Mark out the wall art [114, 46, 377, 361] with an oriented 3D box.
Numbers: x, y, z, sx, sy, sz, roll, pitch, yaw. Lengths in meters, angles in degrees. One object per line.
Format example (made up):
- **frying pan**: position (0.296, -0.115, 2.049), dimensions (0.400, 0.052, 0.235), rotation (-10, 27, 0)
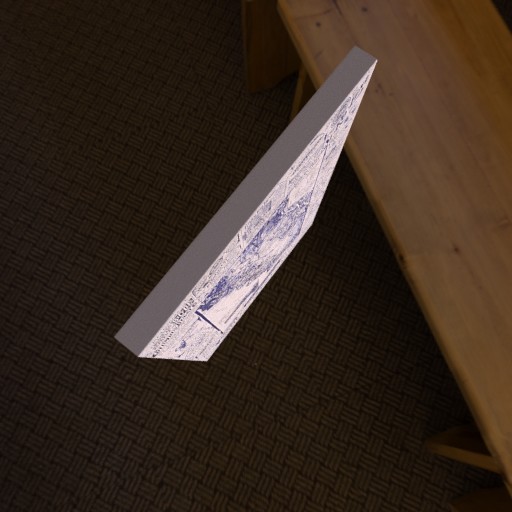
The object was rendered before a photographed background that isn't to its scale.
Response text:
- **wall art**: position (0.000, 0.000, 0.941), dimensions (0.039, 0.753, 0.511), rotation (37, 79, 8)
